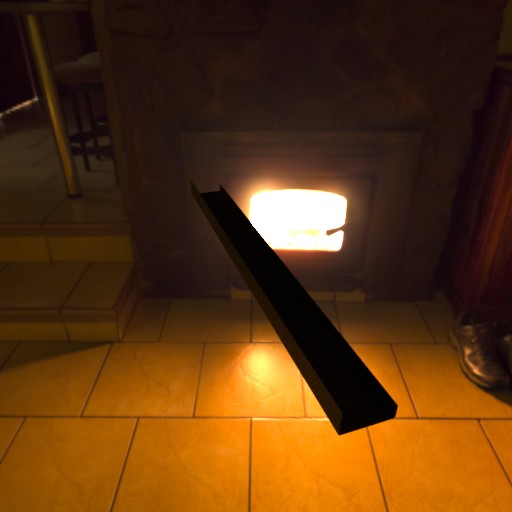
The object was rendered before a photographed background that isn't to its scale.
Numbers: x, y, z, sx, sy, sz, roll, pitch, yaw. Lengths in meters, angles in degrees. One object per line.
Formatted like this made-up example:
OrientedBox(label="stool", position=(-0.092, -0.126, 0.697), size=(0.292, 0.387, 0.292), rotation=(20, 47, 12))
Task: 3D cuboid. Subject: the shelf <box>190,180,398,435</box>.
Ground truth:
OrientedBox(label="shelf", position=(0.000, 0.000, 0.979), size=(0.092, 0.049, 0.924), rotation=(-10, 31, -17))
